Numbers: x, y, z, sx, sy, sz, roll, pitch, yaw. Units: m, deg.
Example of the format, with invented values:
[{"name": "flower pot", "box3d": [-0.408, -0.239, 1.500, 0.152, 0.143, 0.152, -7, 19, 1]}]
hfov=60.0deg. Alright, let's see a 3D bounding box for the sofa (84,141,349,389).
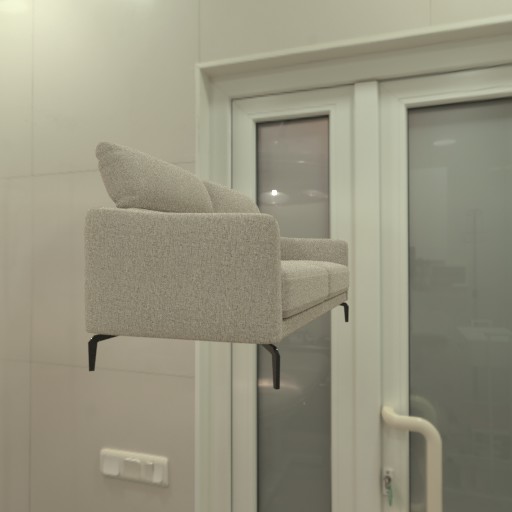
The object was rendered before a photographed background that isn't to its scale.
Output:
[{"name": "sofa", "box3d": [0.000, 0.000, 2.549, 0.856, 0.956, 2.015, 0, -1, 19]}]
